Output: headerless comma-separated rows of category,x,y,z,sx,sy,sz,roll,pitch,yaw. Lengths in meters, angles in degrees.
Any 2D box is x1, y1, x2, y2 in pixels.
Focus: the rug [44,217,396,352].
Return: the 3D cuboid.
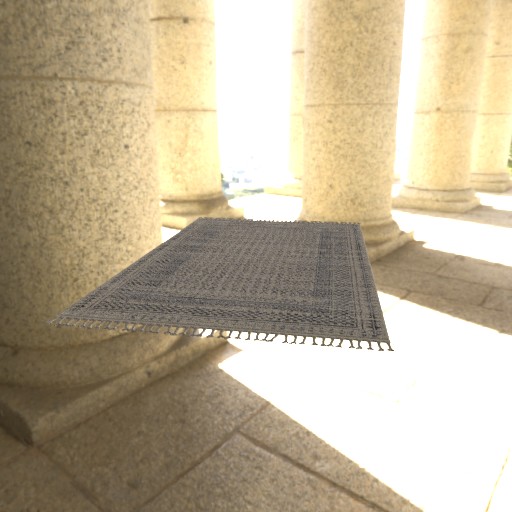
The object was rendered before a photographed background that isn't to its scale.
rug,0.000,0.000,3.047,1.548,0.013,2.486,3,17,9
